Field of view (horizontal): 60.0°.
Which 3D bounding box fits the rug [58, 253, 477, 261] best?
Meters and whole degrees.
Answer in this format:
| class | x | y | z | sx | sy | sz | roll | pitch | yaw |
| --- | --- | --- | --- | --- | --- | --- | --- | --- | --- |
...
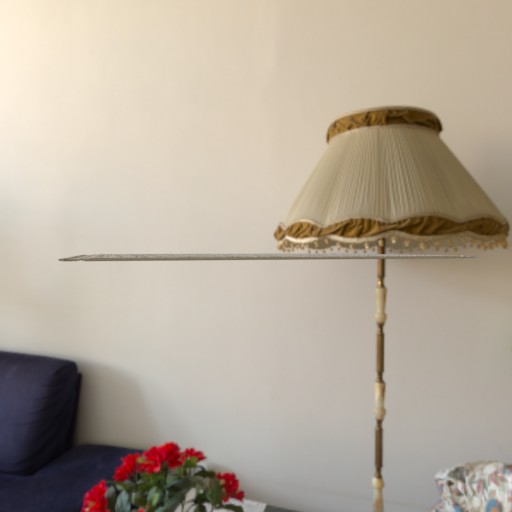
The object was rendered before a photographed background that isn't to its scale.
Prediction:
| class | x | y | z | sx | sy | sz | roll | pitch | yaw |
| --- | --- | --- | --- | --- | --- | --- | --- | --- | --- |
| rug | 0.000 | 0.000 | 2.430 | 1.872 | 0.013 | 1.243 | 0 | 1 | -18 |
